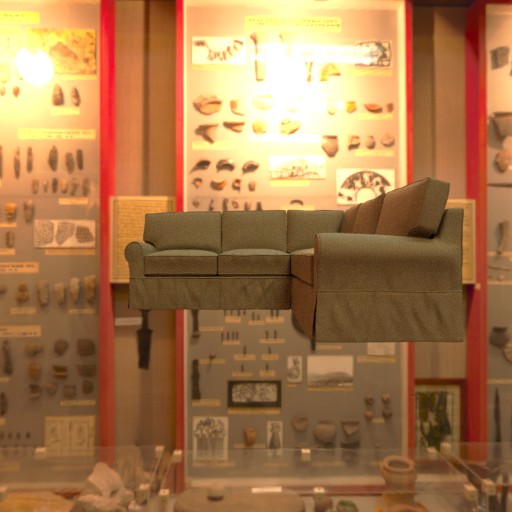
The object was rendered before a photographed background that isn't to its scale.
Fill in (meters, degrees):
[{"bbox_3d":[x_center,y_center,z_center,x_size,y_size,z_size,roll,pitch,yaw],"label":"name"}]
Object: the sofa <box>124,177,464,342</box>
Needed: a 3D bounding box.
[{"bbox_3d":[0.000,0.000,4.042,2.618,1.081,2.623,0,0,0],"label":"sofa"}]
